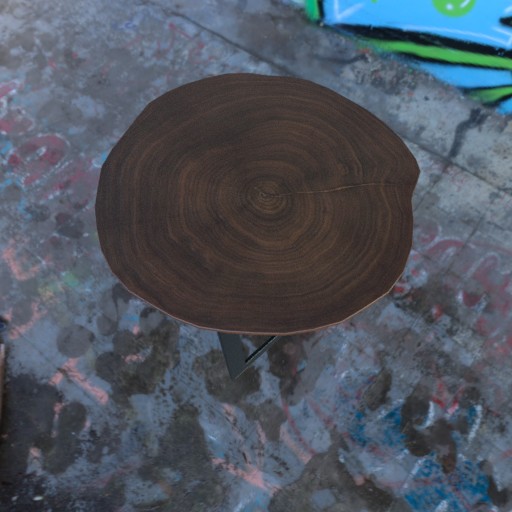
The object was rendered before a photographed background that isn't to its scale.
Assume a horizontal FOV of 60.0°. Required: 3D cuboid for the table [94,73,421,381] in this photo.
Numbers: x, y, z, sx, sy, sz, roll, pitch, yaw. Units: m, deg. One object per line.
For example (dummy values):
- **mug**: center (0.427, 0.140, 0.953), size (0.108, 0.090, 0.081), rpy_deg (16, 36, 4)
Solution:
- **table**: center (0.000, 0.000, 0.883), size (0.494, 0.476, 0.477), rpy_deg (35, 69, 16)
